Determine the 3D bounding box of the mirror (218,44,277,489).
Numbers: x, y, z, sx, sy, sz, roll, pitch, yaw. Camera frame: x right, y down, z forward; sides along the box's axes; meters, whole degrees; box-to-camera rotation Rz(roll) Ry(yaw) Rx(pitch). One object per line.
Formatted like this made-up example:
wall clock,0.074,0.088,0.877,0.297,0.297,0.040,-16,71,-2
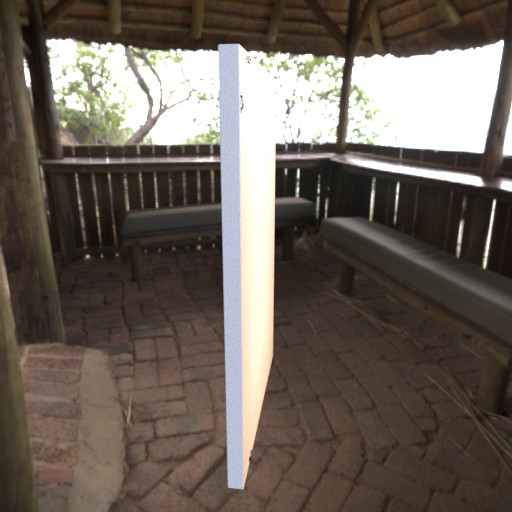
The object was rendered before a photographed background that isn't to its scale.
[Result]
mirror,0.000,0.000,1.157,0.041,0.914,0.609,2,17,8
